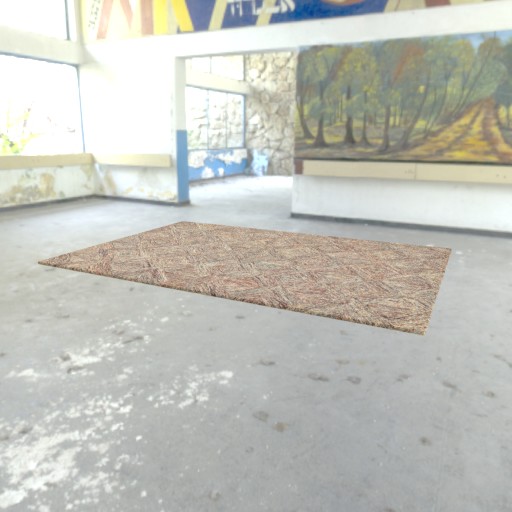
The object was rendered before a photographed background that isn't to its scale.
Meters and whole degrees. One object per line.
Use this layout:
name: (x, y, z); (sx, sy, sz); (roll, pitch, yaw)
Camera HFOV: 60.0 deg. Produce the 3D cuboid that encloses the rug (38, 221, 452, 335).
rug: (0.000, 0.000, 2.924); (2.285, 0.019, 1.523); (8, 17, 26)
